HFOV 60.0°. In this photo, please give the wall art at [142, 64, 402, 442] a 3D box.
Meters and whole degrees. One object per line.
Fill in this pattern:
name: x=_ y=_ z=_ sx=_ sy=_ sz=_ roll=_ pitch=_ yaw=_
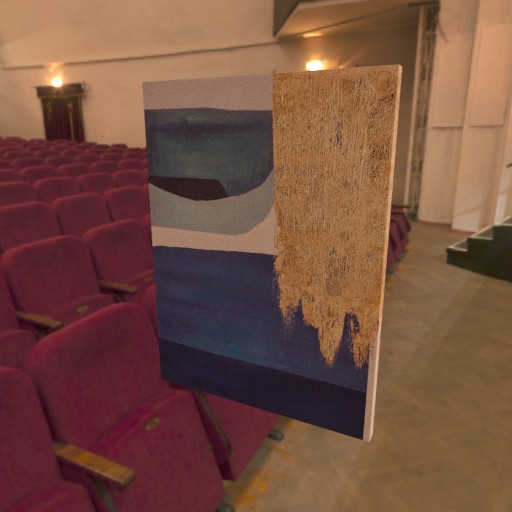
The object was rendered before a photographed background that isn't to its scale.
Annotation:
wall art: x=0.000 y=0.000 z=0.806 sx=0.458 sy=0.613 sz=0.026 roll=8 pitch=17 yaw=26
